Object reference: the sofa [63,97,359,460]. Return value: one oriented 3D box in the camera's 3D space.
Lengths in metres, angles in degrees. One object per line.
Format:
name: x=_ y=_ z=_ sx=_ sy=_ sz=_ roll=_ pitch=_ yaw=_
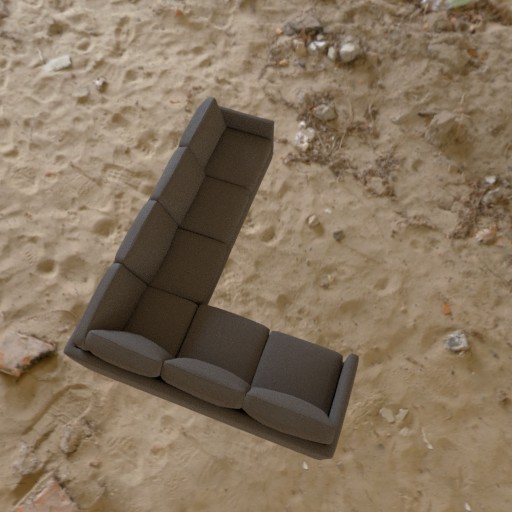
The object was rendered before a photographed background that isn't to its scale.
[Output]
sofa: x=0.000 y=0.000 z=4.704 sx=2.593 sy=0.947 sz=3.302 roll=18 pitch=66 yaw=9
